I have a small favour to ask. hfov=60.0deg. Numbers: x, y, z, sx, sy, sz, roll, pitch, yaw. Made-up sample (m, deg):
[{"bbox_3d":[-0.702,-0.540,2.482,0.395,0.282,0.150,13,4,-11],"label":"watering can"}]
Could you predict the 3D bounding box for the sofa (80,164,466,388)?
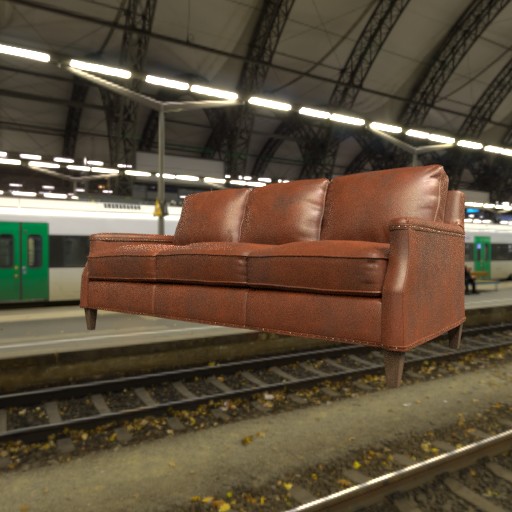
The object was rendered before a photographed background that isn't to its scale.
[{"bbox_3d":[0.000,0.000,2.736,2.240,1.003,1.084,0,0,38],"label":"sofa"}]
